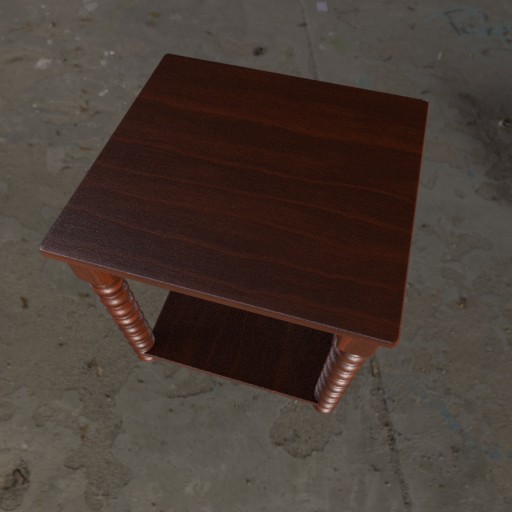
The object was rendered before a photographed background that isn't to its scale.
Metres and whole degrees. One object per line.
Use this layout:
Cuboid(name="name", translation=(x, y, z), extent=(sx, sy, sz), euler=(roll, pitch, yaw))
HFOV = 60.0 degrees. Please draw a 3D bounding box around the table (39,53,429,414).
Cuboid(name="table", translation=(0.000, 0.000, 0.979), extent=(0.533, 0.567, 0.500), euler=(14, 59, 8))
